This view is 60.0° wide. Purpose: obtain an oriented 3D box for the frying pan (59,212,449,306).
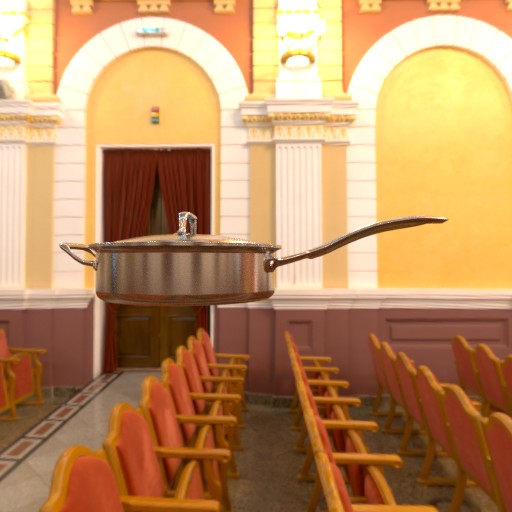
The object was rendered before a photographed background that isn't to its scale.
[{"bbox_3d":[0.000,0.000,0.576,0.492,0.111,0.245,0,-1,2],"label":"frying pan"}]
